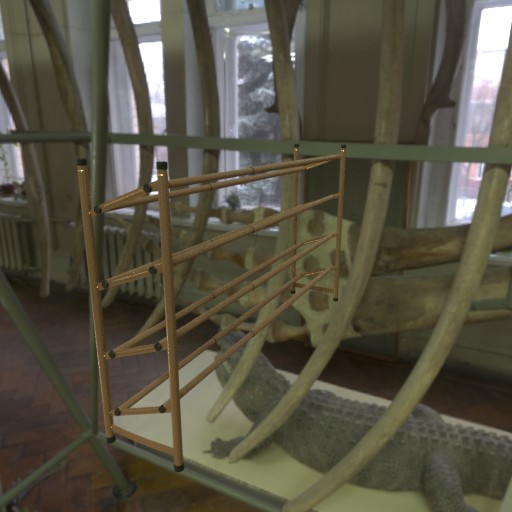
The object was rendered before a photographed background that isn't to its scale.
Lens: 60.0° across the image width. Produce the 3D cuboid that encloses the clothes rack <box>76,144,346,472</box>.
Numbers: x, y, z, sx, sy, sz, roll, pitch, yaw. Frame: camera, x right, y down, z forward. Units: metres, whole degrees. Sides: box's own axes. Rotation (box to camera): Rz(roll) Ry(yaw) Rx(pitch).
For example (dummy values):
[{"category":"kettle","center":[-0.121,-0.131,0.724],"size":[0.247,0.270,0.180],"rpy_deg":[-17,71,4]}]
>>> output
[{"category":"clothes rack","center":[0.000,0.000,1.432],"size":[0.229,0.672,1.168],"rpy_deg":[8,18,26]}]
